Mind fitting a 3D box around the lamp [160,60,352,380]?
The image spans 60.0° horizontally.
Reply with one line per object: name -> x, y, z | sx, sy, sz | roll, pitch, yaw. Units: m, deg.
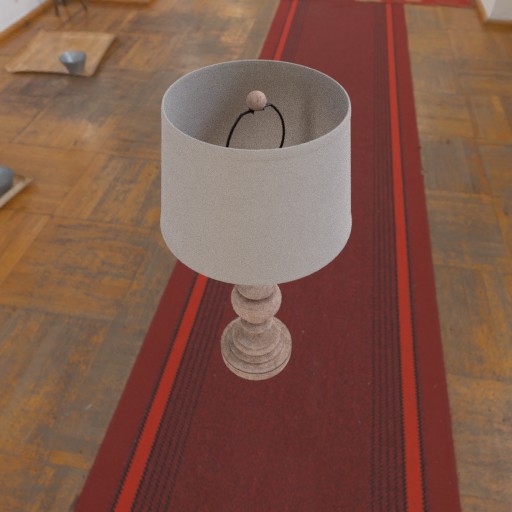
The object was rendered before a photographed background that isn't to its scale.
lamp -> 0.000, 0.000, 0.877 | 0.340, 0.678, 0.340 | 0, 46, 0
